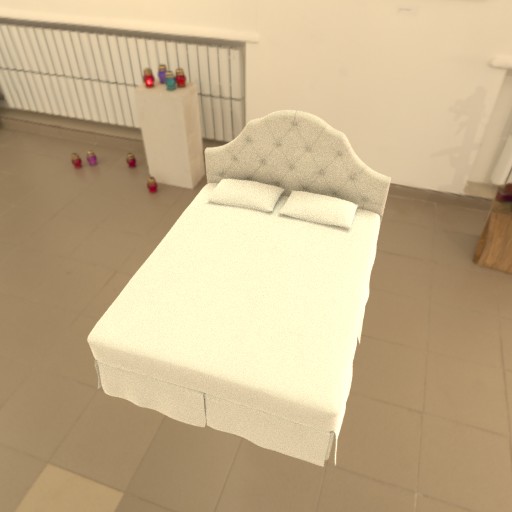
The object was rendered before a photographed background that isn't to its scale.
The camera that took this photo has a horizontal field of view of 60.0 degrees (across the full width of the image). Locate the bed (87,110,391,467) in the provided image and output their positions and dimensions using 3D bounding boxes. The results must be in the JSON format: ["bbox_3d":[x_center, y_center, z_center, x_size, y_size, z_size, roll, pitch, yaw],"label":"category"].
[{"bbox_3d":[0.000,0.000,3.843,2.039,1.617,2.477,12,43,14],"label":"bed"}]
